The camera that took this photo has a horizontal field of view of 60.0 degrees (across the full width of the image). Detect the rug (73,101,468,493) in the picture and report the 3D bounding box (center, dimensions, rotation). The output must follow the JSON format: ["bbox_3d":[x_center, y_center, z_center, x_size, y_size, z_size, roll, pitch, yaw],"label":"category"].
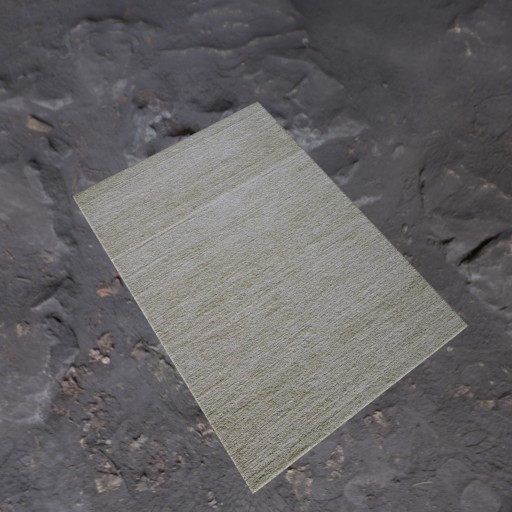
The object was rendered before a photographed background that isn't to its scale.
[{"bbox_3d":[0.000,0.000,2.936,1.606,0.017,2.270,-32,68,-15],"label":"rug"}]
